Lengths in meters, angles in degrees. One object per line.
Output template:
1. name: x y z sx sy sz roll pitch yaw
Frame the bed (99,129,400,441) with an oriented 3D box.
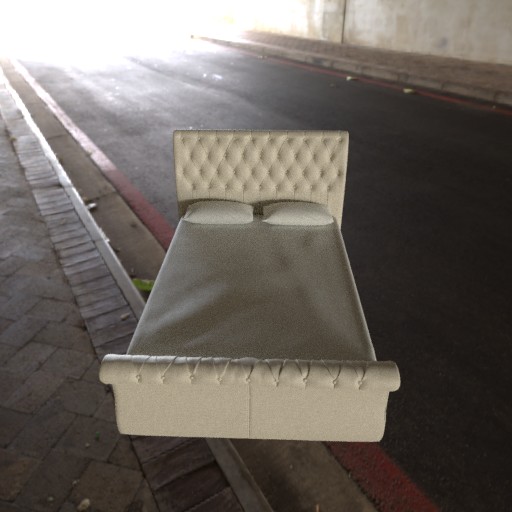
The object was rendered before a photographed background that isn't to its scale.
1. bed: 0.000 0.000 3.376 1.606 1.268 2.493 1 31 2
